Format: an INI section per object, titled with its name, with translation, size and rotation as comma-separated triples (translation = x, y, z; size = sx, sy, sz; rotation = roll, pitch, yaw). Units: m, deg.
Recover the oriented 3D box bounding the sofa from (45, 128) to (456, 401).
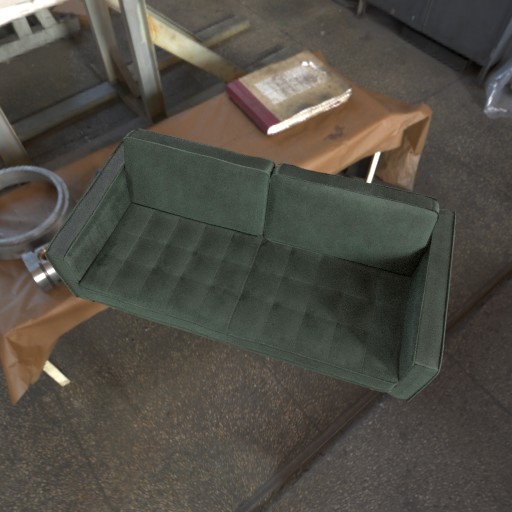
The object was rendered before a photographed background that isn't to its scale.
[sofa]
translation = 0.000, 0.000, 2.258
size = 1.816, 0.781, 0.886
rotation = 15, 58, 10
